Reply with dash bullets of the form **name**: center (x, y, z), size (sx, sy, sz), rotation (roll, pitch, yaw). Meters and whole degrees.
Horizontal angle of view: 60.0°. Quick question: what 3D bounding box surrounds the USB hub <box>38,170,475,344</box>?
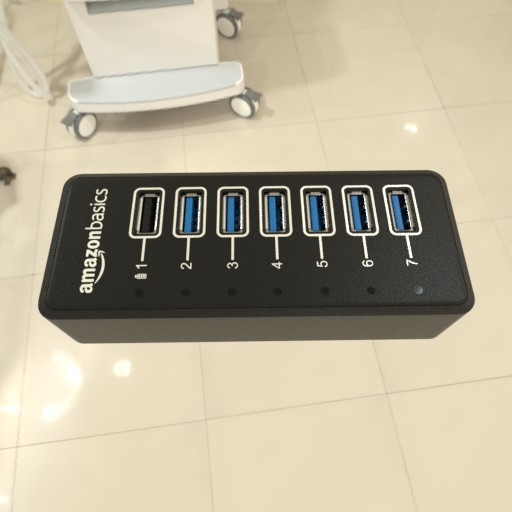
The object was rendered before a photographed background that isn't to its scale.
- **USB hub**: center (0.000, 0.000, 0.129), size (0.110, 0.023, 0.044), rotation (-1, 63, 0)
